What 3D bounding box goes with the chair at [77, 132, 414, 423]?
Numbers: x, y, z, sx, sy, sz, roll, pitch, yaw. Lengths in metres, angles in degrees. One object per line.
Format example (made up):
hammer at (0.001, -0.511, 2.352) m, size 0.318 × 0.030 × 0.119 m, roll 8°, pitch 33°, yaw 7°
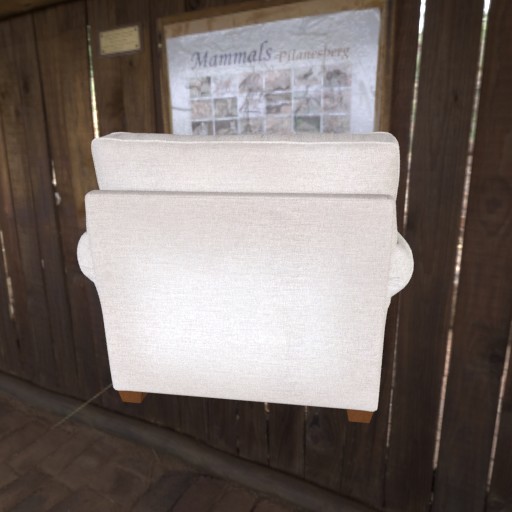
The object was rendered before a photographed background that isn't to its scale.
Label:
chair at (0.000, 0.000, 1.802) m, size 1.092 × 0.961 × 0.965 m, roll 2°, pitch 14°, yaw 8°
